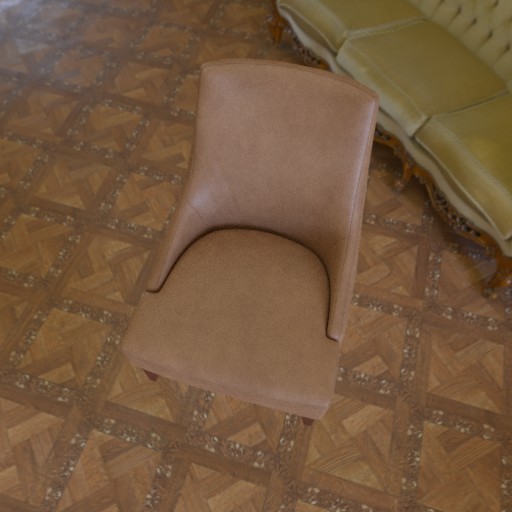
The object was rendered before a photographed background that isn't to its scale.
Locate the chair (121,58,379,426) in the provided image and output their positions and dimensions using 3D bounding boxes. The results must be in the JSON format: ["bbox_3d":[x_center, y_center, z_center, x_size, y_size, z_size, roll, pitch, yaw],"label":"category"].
[{"bbox_3d":[0.000,0.000,1.507,0.701,0.909,0.861,13,59,8],"label":"chair"}]
